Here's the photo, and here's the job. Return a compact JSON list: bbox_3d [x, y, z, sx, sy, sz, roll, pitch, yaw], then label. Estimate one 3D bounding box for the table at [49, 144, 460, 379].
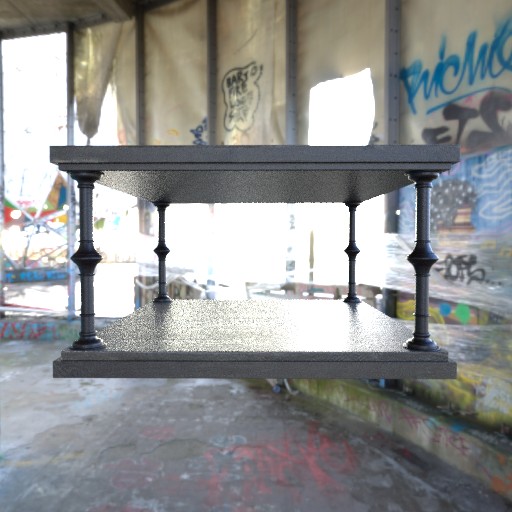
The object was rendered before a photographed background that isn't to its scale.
[{"bbox_3d":[0.000,0.000,1.105,0.696,0.400,0.696,0,2,1],"label":"table"}]
